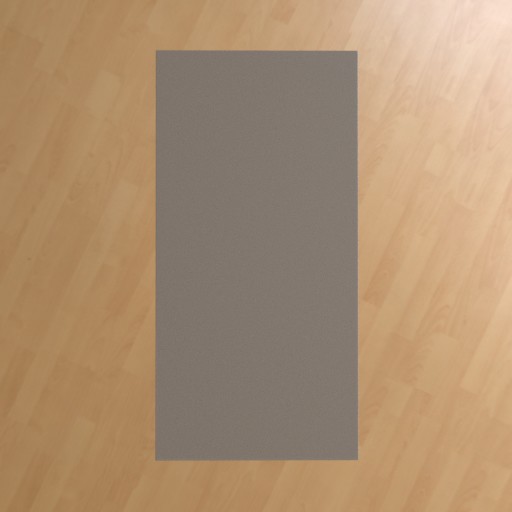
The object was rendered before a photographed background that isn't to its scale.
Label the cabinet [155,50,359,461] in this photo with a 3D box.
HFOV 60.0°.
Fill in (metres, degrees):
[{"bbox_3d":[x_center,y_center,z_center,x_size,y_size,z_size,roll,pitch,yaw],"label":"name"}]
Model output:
[{"bbox_3d":[0.000,0.000,1.254,0.396,0.780,0.801,0,90,0],"label":"cabinet"}]
